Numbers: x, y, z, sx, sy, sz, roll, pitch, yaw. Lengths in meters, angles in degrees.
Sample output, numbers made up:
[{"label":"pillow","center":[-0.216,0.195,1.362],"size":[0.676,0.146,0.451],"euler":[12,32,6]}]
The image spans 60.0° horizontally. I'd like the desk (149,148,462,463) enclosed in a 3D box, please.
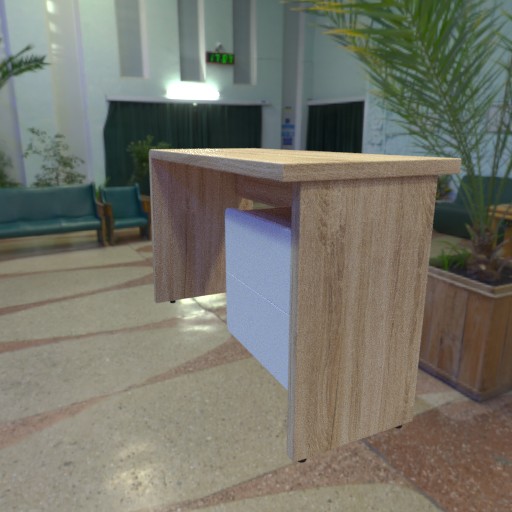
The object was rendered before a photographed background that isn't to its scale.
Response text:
[{"label":"desk","center":[0.000,0.000,1.645],"size":[0.500,0.750,1.300],"euler":[-7,16,-24]}]
